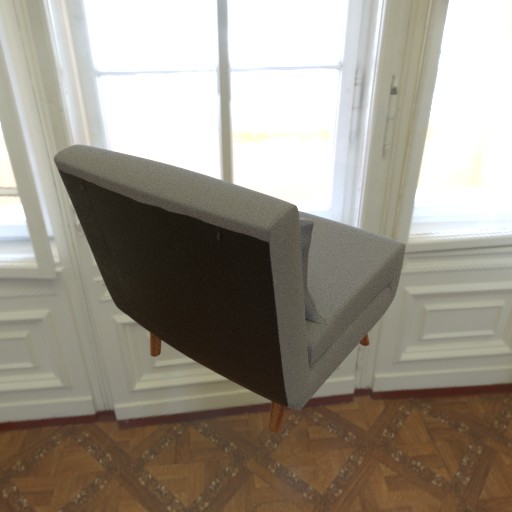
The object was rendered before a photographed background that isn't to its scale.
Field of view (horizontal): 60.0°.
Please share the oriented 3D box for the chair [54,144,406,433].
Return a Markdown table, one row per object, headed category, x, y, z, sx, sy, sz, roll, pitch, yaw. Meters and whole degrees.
| category | x | y | z | sx | sy | sz | roll | pitch | yaw |
| --- | --- | --- | --- | --- | --- | --- | --- | --- | --- |
| chair | 0.000 | 0.000 | 1.515 | 0.770 | 0.808 | 0.902 | 21 | 35 | 33 |
